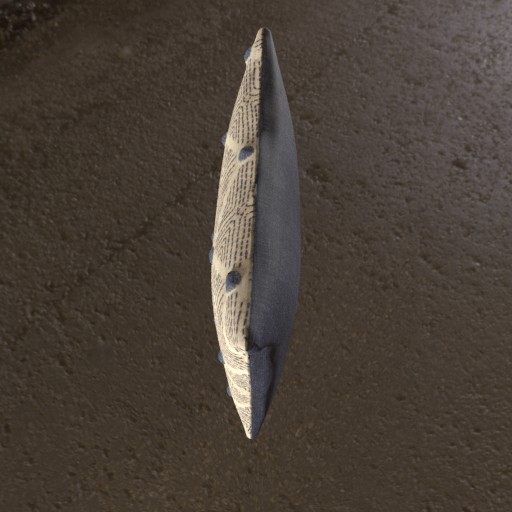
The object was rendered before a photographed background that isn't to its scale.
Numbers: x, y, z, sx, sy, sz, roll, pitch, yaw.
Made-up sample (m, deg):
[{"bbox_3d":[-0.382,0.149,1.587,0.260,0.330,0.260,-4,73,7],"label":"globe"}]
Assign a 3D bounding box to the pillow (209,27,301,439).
[{"bbox_3d":[0.000,0.000,0.755,0.145,0.510,0.510,2,59,1],"label":"pillow"}]
